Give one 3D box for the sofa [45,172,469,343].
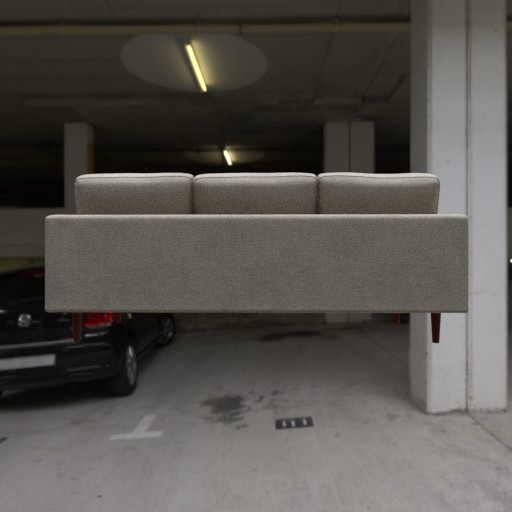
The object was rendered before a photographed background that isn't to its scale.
[{"bbox_3d":[0.000,0.000,2.755,2.246,0.930,0.903,0,0,1],"label":"sofa"}]
